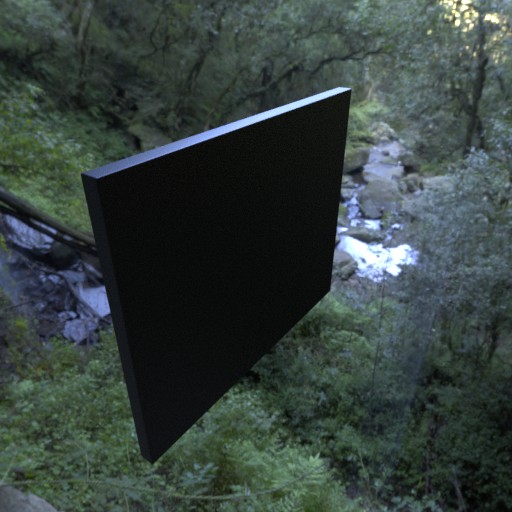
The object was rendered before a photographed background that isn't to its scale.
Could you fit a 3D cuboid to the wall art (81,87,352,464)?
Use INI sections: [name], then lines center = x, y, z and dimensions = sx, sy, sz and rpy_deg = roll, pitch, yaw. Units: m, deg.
[wall art]
center = 0.000, 0.000, 0.746
dimensions = 0.031, 0.457, 0.558
rpy_deg = 21, 37, 31
